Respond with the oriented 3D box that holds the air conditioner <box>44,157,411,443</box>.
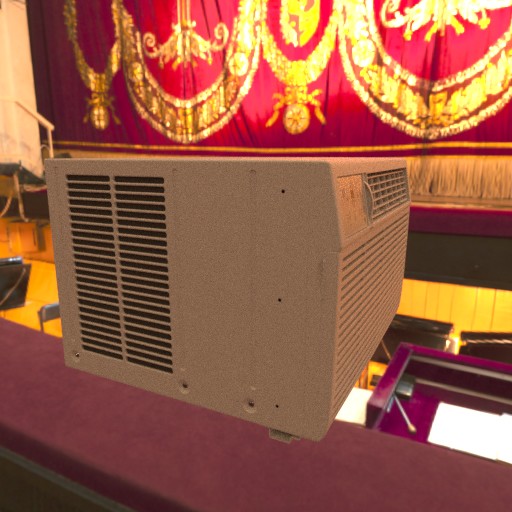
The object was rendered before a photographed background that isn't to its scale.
[{"bbox_3d":[0.000,0.000,1.052,0.599,0.455,0.645,7,14,26],"label":"air conditioner"}]
